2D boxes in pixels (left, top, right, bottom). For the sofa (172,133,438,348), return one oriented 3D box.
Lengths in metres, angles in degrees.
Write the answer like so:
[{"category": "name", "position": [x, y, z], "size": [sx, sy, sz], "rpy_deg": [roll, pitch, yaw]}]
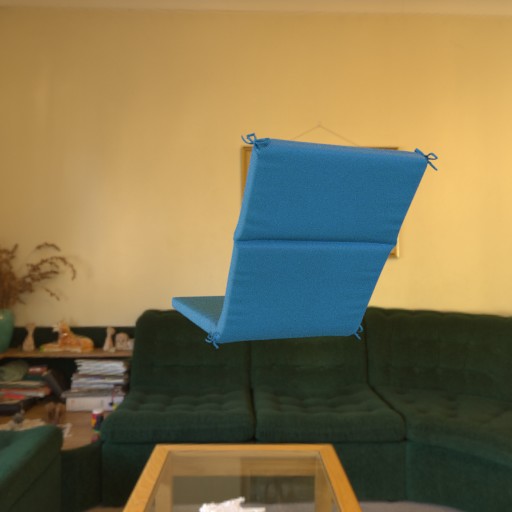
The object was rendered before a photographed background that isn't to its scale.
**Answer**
[{"category": "sofa", "position": [0.000, 0.000, 1.944], "size": [0.582, 0.622, 1.663], "rpy_deg": [0, -1, -18]}]
